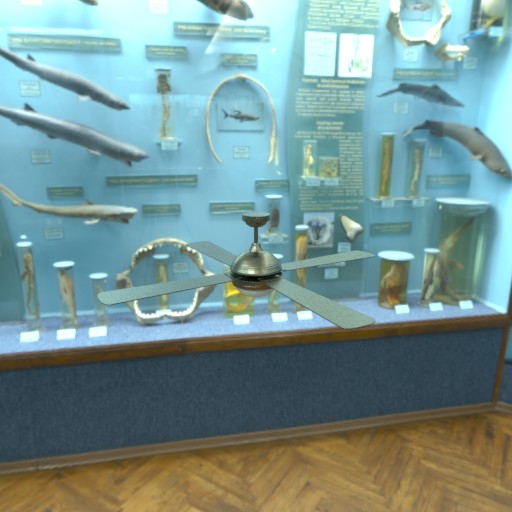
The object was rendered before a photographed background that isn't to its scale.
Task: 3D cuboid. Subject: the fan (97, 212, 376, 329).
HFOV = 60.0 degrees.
[{"bbox_3d":[0.000,0.000,2.001,1.321,0.381,1.321,-3,15,-10],"label":"fan"}]
